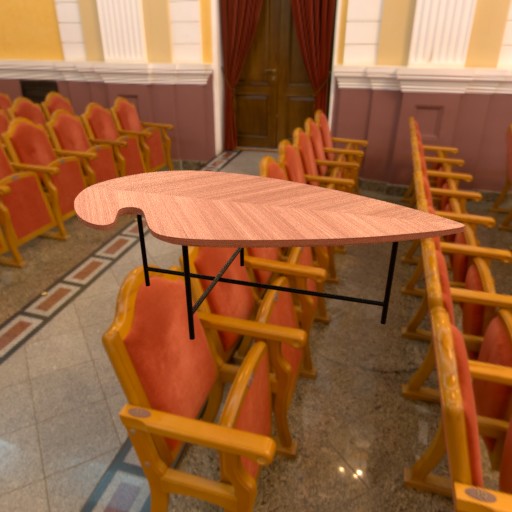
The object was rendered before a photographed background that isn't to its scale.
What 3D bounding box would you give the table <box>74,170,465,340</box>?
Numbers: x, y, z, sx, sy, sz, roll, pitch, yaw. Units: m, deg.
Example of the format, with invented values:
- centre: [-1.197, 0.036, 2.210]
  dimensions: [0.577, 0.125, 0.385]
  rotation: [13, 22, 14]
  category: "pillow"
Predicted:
- centre: [0.000, 0.000, 1.452]
  dimensions: [1.199, 0.360, 0.598]
  rotation: [8, 28, 15]
  category: "table"
